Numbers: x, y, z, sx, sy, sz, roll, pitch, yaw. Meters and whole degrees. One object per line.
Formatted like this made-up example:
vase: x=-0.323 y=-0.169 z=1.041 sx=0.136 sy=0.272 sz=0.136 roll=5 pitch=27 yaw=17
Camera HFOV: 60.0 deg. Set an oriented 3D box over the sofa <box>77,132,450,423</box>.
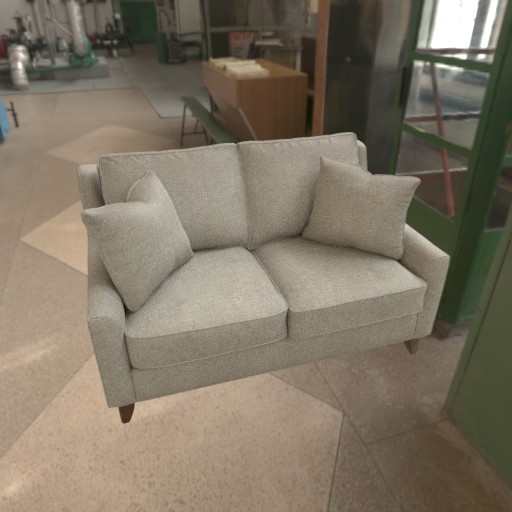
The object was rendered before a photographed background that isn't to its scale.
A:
sofa: x=0.000 y=0.000 z=1.981 sx=1.422 sy=0.863 sz=0.915 roll=-9 pitch=32 yaw=-15
